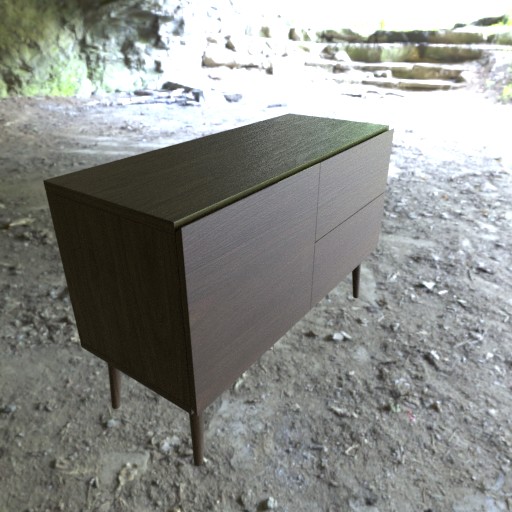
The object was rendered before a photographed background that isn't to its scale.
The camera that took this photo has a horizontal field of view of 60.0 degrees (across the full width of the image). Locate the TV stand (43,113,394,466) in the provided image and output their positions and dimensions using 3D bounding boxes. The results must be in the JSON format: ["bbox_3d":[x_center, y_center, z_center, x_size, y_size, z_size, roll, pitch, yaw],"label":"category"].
[{"bbox_3d":[0.000,0.000,1.346,0.405,0.660,0.990,18,33,31],"label":"TV stand"}]
